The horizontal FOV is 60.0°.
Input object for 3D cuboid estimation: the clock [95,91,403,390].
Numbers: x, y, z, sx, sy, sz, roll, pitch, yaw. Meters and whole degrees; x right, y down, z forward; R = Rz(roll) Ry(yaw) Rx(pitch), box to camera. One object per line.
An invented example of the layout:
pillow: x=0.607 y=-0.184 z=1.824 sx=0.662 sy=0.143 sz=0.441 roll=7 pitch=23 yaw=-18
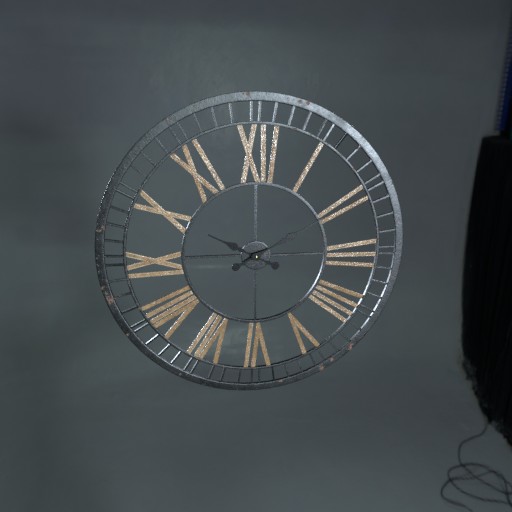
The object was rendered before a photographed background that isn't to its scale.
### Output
clock: x=0.000 y=0.000 z=1.206 sx=0.843 sy=0.843 sz=0.025 roll=-2 pitch=17 yaw=-7
